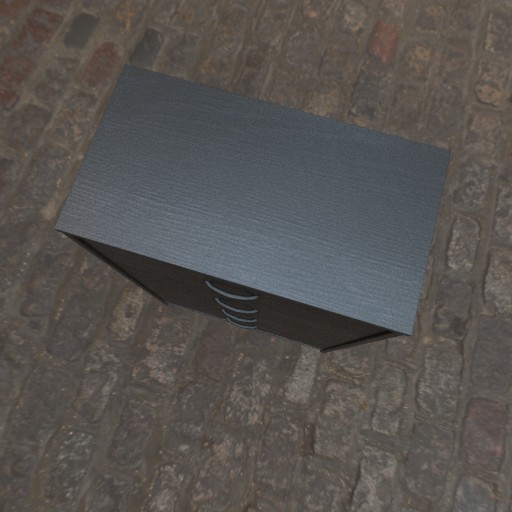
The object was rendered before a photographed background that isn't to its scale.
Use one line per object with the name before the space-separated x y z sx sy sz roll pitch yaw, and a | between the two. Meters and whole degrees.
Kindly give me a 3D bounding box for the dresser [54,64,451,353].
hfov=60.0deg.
dresser | 0.000 0.000 1.362 0.700 1.020 0.398 16 76 4
